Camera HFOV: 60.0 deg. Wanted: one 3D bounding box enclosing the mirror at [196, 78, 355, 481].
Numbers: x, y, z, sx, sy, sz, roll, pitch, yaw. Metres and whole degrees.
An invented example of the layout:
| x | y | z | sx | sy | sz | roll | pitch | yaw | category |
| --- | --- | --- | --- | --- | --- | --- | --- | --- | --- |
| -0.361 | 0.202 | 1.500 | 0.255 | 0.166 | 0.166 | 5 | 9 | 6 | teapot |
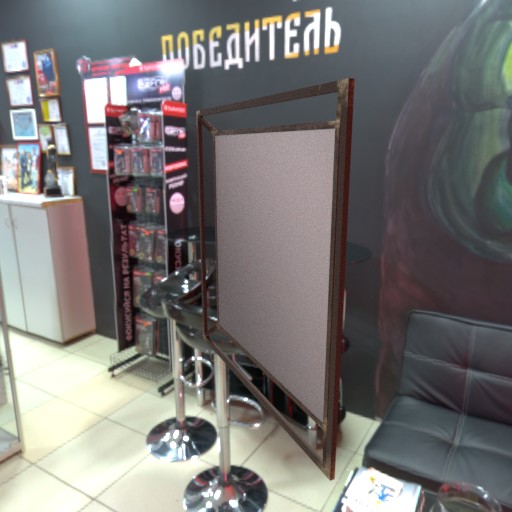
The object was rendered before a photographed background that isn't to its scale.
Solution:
| x | y | z | sx | sy | sz | roll | pitch | yaw | category |
| --- | --- | --- | --- | --- | --- | --- | --- | --- | --- |
| 0.000 | 0.000 | 0.916 | 0.032 | 0.610 | 0.610 | -7 | 15 | -25 | mirror |
